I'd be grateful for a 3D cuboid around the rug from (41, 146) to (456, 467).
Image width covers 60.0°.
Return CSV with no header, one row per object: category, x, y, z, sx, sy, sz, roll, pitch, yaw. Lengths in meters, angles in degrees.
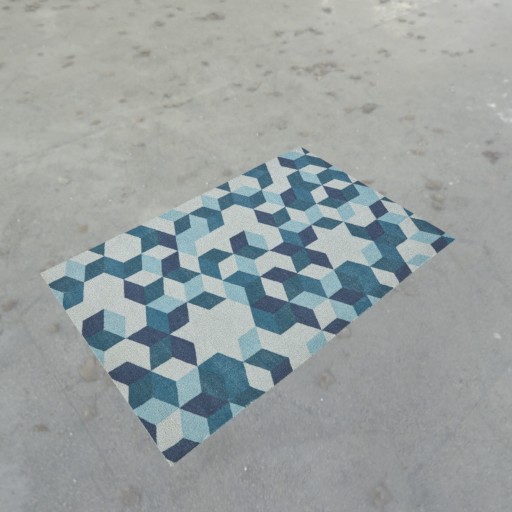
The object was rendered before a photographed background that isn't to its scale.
rug,0.000,0.000,2.328,1.829,0.014,1.235,-31,53,-27
